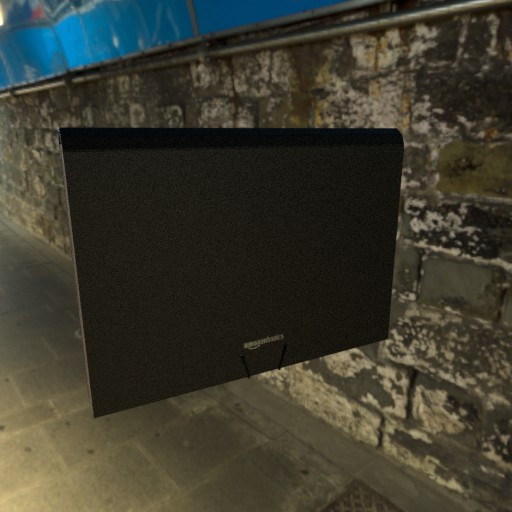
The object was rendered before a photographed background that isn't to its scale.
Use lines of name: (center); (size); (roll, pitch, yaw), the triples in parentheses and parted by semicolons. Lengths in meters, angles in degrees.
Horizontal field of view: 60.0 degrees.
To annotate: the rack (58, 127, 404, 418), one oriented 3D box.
rack: (0.000, 0.000, 0.434); (0.330, 0.241, 0.041); (-8, 18, -26)
